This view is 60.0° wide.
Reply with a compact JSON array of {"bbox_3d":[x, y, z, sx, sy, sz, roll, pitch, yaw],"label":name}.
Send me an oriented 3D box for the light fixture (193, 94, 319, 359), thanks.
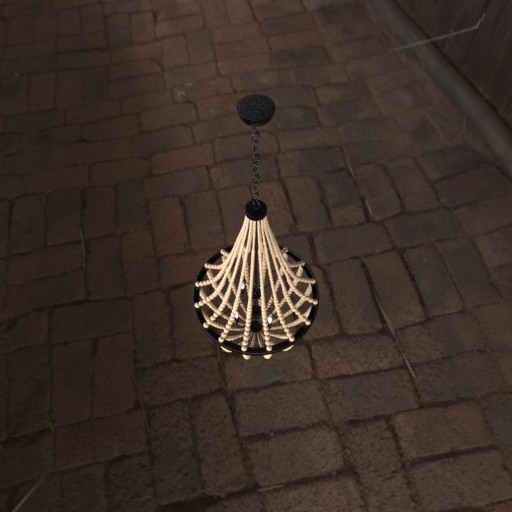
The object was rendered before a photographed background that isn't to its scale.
[{"bbox_3d":[0.000,0.000,1.368,0.450,1.133,0.450,0,58,0],"label":"light fixture"}]
